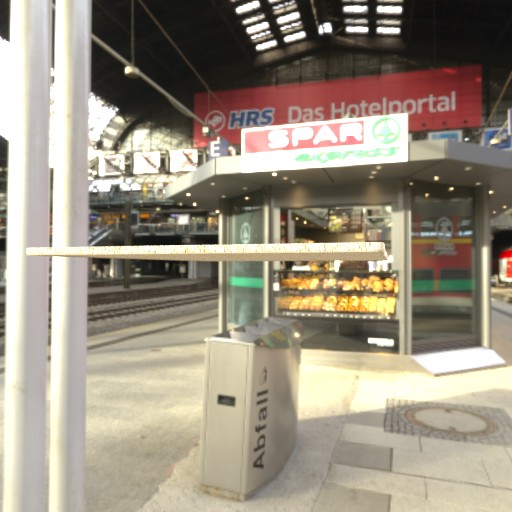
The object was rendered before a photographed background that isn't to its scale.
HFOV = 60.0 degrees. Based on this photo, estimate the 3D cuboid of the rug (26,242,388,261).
[{"bbox_3d":[0.000,0.000,2.115,1.200,0.027,1.600,0,-2,17],"label":"rug"}]
